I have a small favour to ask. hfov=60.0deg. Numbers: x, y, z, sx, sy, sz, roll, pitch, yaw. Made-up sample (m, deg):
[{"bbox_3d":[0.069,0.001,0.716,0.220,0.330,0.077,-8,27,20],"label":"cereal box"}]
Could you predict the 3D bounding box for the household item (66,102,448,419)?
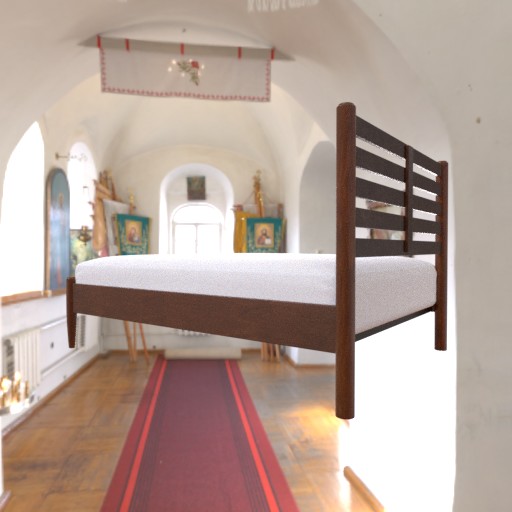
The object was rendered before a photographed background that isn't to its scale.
[{"bbox_3d":[0.000,0.000,3.198,2.232,1.356,1.663,1,1,37],"label":"household item"}]
